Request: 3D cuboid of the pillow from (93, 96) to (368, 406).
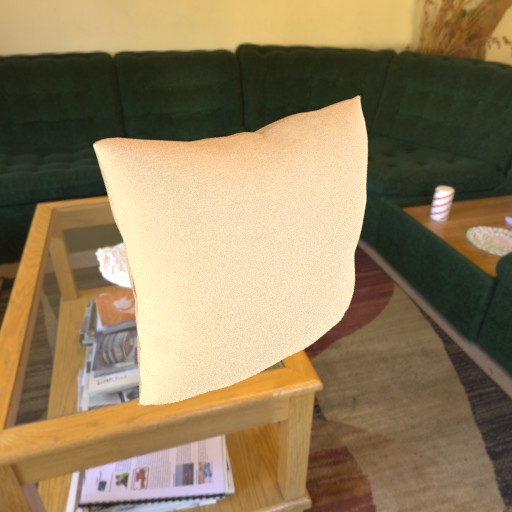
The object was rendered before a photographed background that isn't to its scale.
[{"bbox_3d":[0.000,0.000,0.719,0.450,0.448,0.245,-19,36,-29],"label":"pillow"}]
